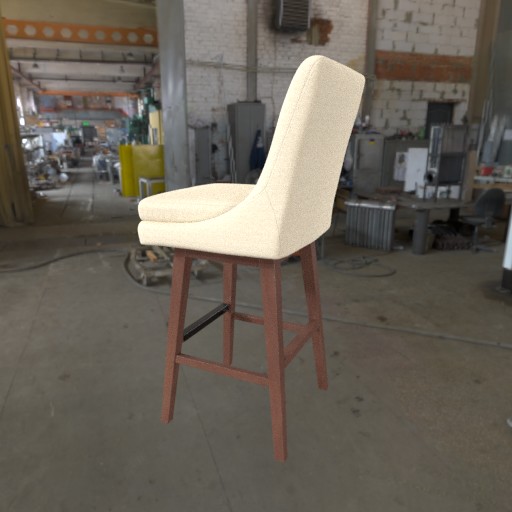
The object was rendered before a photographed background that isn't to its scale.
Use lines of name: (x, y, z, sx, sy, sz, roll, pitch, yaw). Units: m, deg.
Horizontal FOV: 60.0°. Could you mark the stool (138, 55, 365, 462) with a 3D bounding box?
stool: (0.000, 0.000, 1.408, 0.559, 1.093, 0.483, 7, 17, 25)
